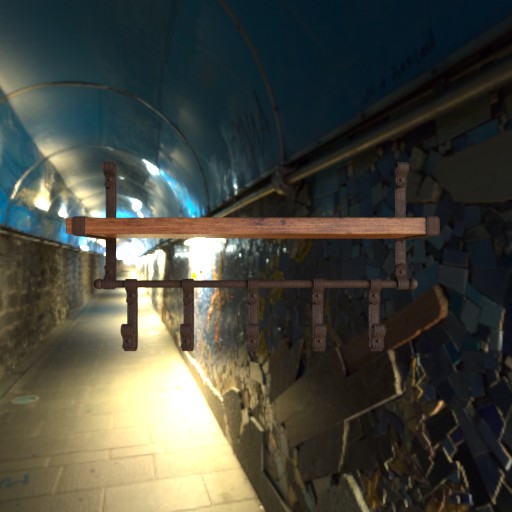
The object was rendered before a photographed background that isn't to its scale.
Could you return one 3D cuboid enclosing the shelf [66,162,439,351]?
[{"bbox_3d":[0.000,0.000,0.714,0.567,0.330,0.146,0,0,0],"label":"shelf"}]
